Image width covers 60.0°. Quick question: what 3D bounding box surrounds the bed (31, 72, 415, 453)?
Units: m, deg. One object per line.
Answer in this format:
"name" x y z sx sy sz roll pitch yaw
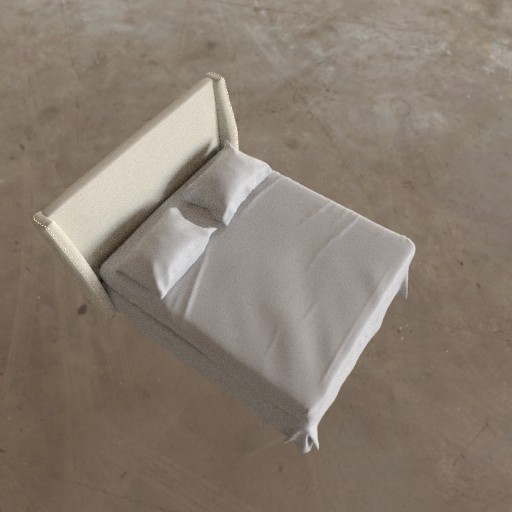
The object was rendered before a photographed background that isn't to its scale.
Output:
"bed" 0.000 0.000 3.482 2.276 1.332 1.925 31 63 18
